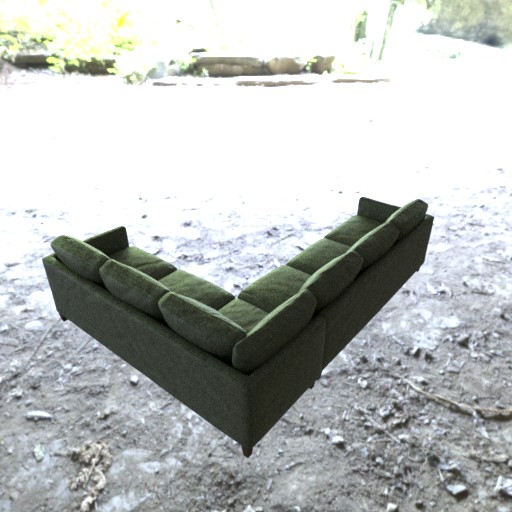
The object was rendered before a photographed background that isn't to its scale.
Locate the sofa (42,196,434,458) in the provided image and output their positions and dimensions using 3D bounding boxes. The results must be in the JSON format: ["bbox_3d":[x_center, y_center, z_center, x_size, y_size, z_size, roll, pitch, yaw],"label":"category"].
[{"bbox_3d":[0.000,0.000,4.674,2.593,0.947,3.302,23,38,33],"label":"sofa"}]
